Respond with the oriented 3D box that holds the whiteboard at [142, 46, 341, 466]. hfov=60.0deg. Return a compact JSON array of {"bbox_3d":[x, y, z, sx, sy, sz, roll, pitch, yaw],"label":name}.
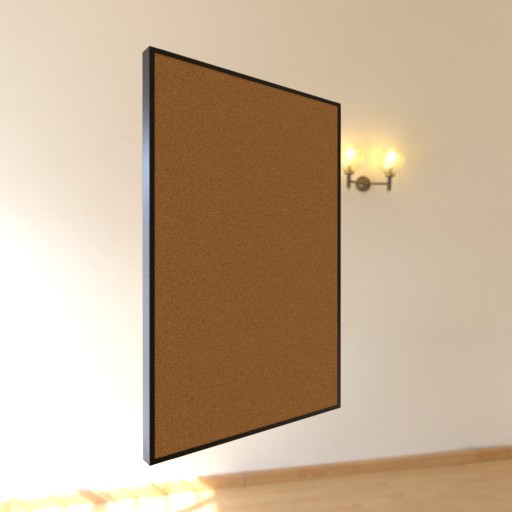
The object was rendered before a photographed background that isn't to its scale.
[{"bbox_3d":[0.000,0.000,0.775,0.406,0.611,0.026,0,0,-37],"label":"whiteboard"}]
